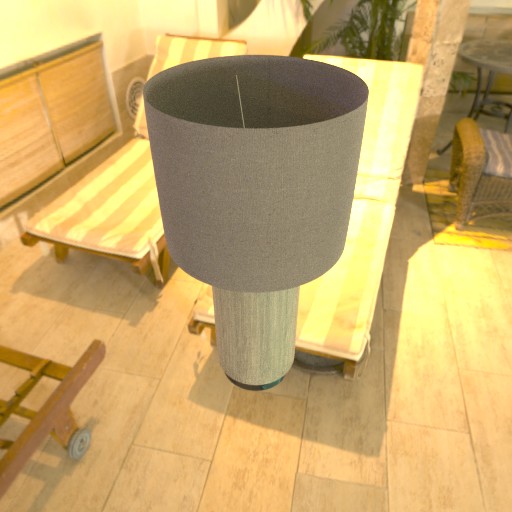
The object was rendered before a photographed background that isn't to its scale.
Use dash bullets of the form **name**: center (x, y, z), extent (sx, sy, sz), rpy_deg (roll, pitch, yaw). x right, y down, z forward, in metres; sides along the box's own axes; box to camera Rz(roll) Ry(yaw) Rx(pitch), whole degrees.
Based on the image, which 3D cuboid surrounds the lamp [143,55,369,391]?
- **lamp**: center (0.000, 0.000, 0.588), extent (0.228, 0.444, 0.228), rpy_deg (11, 40, 13)
